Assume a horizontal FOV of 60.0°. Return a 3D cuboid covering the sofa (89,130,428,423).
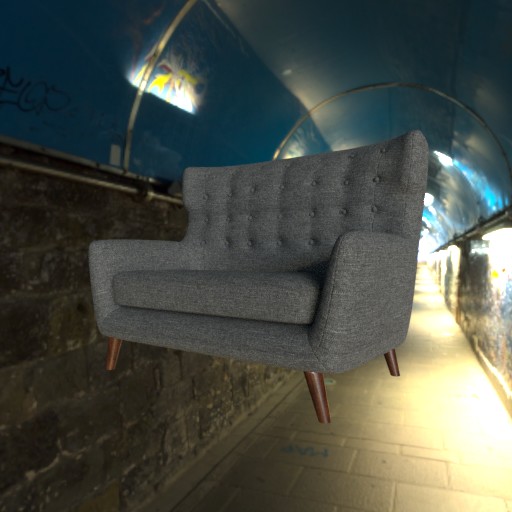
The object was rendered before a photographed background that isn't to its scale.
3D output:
[{"bbox_3d":[0.000,0.000,2.002,1.358,1.028,0.874,0,0,36],"label":"sofa"}]
